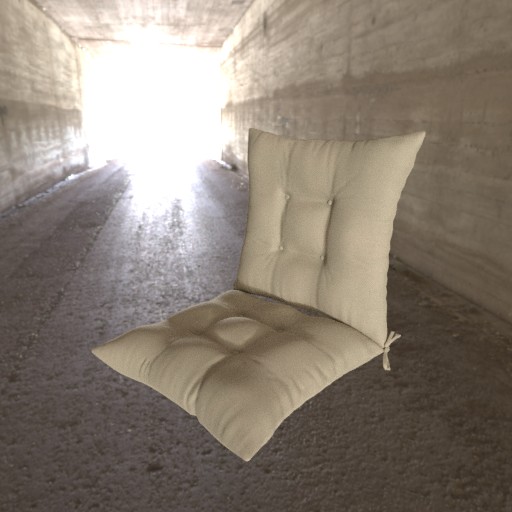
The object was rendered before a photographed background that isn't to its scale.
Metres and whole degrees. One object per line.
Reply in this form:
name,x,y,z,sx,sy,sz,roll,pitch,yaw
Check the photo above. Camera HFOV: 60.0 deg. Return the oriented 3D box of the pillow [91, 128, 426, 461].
pillow,0.000,0.000,0.991,0.541,0.536,0.585,16,24,40
